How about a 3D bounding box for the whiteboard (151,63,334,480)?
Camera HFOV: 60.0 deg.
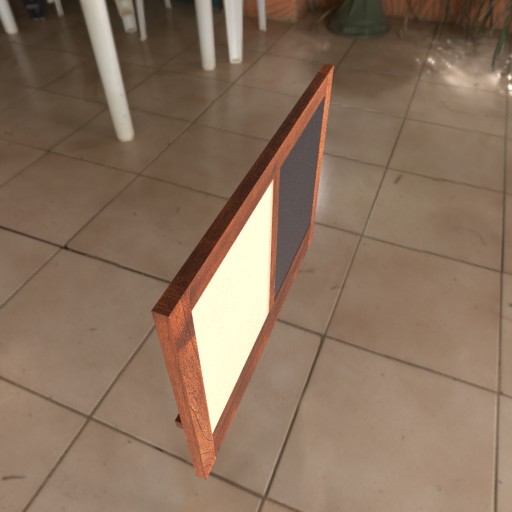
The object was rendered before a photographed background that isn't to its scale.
[{"bbox_3d":[0.000,0.000,0.973,0.083,0.553,0.768,16,47,15],"label":"whiteboard"}]
